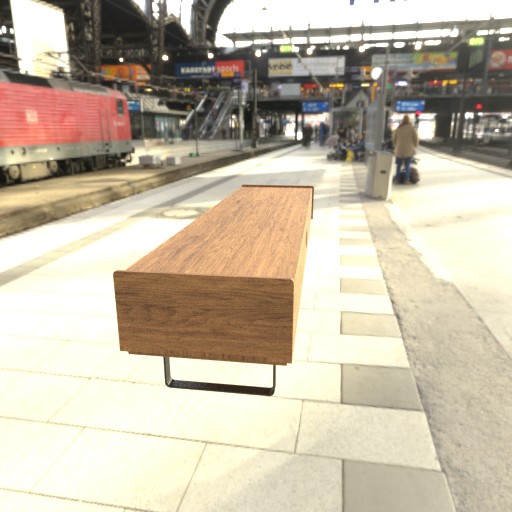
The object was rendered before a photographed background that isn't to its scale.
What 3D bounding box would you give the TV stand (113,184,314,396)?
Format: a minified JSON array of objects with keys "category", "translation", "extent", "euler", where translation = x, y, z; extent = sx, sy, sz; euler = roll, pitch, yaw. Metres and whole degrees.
[{"category":"TV stand","translation":[0.000,0.000,1.993],"extent":[0.467,0.415,1.796],"euler":[2,16,8]}]
